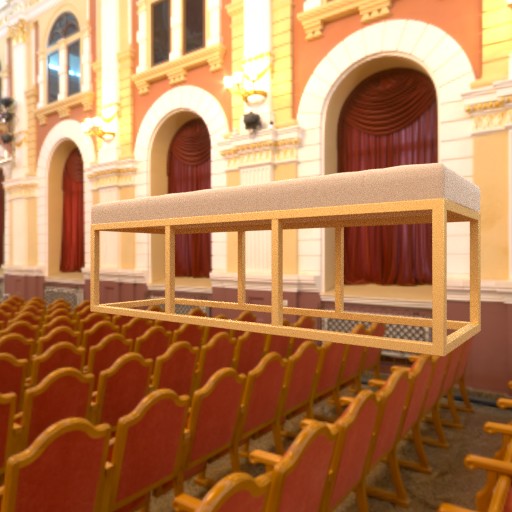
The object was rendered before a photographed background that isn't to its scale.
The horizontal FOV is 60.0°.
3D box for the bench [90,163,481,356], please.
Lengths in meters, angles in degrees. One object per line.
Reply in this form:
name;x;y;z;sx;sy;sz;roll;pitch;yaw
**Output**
bench;0.000;0.000;1.684;1.473;0.484;0.457;0;0;37
